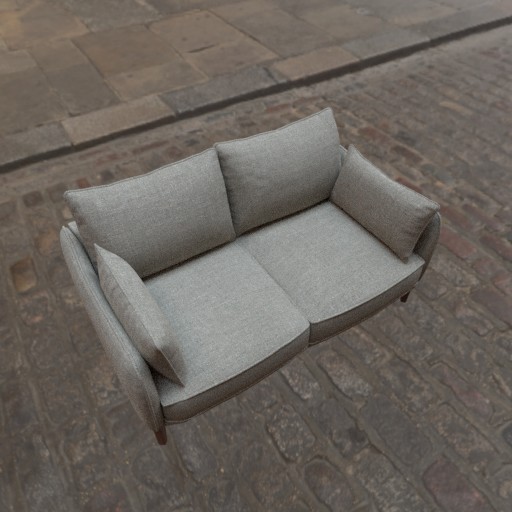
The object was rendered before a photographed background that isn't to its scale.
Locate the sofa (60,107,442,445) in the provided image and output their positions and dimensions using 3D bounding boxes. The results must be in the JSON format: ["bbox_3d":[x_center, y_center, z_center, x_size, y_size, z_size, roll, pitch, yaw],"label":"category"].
[{"bbox_3d":[0.000,0.000,2.131,1.580,0.851,0.972,-25,51,-22],"label":"sofa"}]
